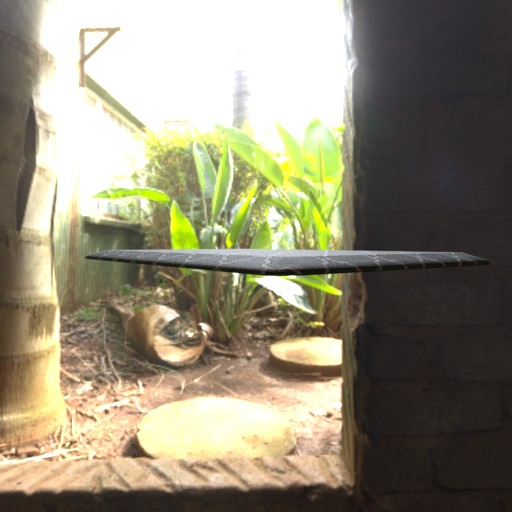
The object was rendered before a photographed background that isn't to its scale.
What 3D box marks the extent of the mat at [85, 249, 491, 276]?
[{"bbox_3d":[0.000,0.000,0.939,0.508,0.021,0.762,-1,2,-37],"label":"mat"}]
